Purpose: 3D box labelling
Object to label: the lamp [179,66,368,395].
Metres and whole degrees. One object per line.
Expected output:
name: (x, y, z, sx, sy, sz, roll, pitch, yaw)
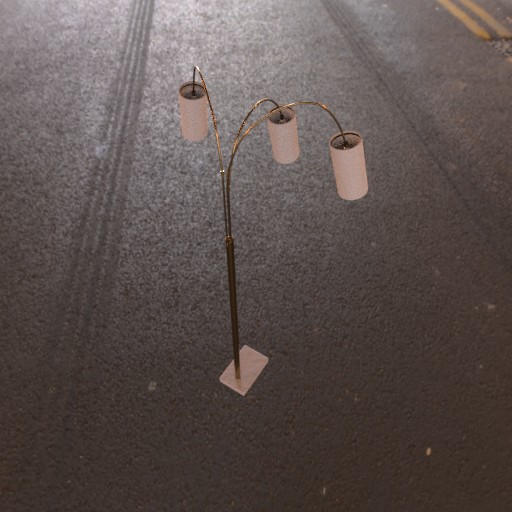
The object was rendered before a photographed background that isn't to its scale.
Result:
lamp: (0.000, 0.000, 2.509, 1.020, 2.055, 0.667, 25, 52, 22)
